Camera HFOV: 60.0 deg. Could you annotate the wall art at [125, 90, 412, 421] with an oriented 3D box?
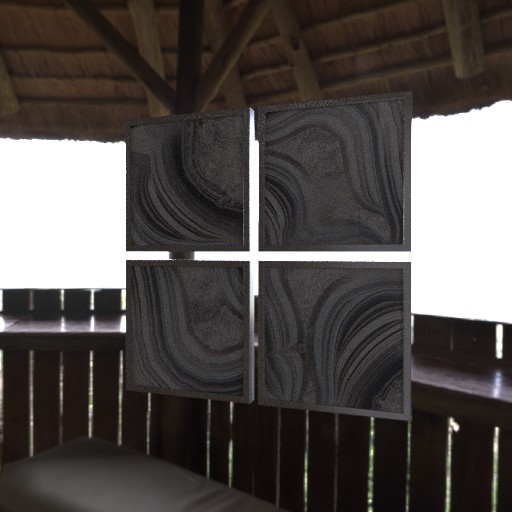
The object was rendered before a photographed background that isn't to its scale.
[{"bbox_3d":[0.000,0.000,0.923,0.611,0.611,0.029,0,1,18],"label":"wall art"}]
